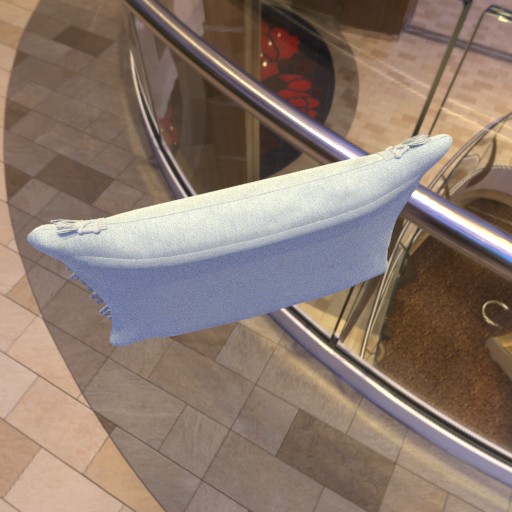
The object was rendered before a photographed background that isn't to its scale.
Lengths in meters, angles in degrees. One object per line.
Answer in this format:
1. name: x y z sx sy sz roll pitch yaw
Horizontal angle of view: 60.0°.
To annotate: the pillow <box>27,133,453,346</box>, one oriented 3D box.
1. pillow: 0.000 0.000 0.588 0.466 0.305 0.084 -15 59 -9
